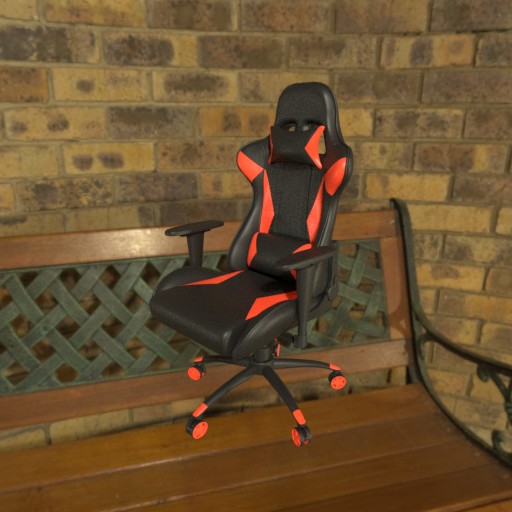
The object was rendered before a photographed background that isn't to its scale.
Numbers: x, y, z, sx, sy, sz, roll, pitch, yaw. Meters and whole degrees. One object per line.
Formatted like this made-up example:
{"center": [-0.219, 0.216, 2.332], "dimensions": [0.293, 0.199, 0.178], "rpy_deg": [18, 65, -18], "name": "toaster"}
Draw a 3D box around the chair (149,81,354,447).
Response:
{"center": [0.000, 0.000, 1.712], "dimensions": [0.695, 1.282, 0.730], "rpy_deg": [16, 23, 42], "name": "chair"}
